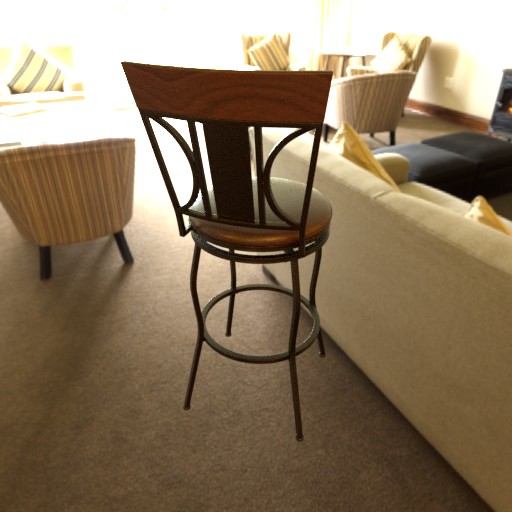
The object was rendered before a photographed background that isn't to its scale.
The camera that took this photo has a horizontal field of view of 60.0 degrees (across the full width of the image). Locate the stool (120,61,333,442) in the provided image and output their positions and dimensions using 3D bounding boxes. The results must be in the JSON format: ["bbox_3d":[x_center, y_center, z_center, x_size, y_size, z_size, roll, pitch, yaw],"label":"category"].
[{"bbox_3d":[0.000,0.000,1.349,0.448,1.130,0.513,9,32,15],"label":"stool"}]
